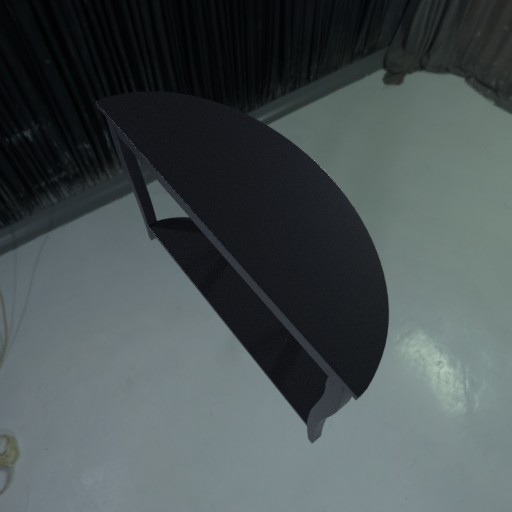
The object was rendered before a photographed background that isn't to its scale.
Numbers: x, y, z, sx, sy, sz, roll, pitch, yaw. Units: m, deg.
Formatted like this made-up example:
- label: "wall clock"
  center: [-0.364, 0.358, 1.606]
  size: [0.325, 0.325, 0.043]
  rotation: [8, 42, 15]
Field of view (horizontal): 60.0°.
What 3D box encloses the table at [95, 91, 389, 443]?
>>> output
- label: "table"
  center: [0.000, 0.000, 1.607]
  size: [0.394, 0.780, 1.219]
  rotation: [-34, 64, -19]
